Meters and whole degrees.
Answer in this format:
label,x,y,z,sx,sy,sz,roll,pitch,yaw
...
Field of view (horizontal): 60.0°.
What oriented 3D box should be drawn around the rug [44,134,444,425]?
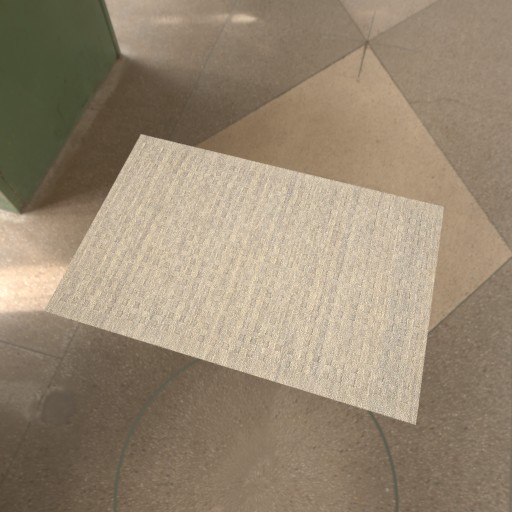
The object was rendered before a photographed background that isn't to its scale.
label,x,y,z,sx,sy,sz,roll,pitch,yaw
rug,0.000,0.000,2.234,1.752,0.006,1.142,15,64,8
